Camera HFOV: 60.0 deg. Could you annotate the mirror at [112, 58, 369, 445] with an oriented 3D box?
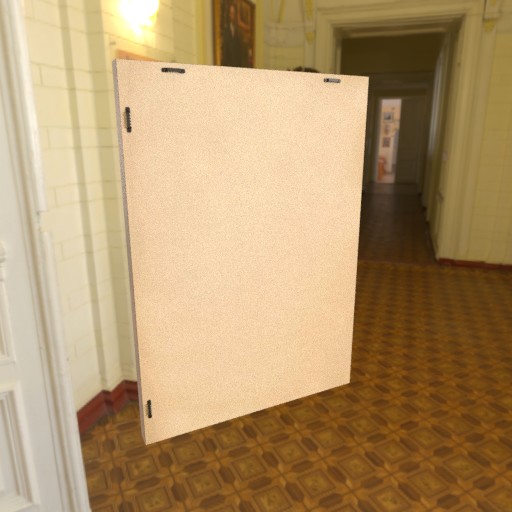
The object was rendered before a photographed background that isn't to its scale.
[{"bbox_3d":[0.000,0.000,0.910,0.508,0.711,0.039,-8,17,-26],"label":"mirror"}]
